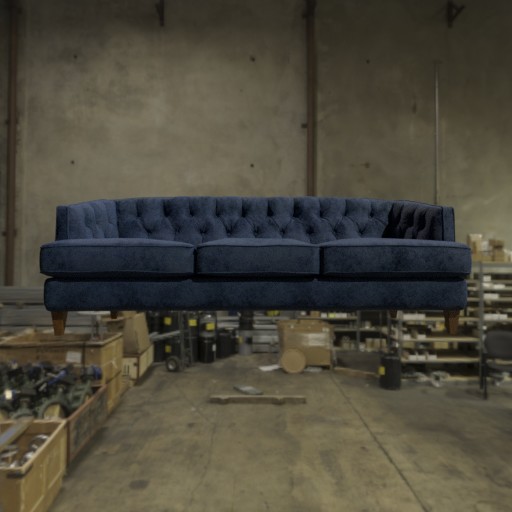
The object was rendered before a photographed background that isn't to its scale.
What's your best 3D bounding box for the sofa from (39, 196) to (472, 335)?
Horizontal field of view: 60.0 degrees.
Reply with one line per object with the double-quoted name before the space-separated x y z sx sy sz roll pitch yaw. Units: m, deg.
"sofa" 0.000 0.000 2.738 2.278 0.855 0.941 0 -1 -1
